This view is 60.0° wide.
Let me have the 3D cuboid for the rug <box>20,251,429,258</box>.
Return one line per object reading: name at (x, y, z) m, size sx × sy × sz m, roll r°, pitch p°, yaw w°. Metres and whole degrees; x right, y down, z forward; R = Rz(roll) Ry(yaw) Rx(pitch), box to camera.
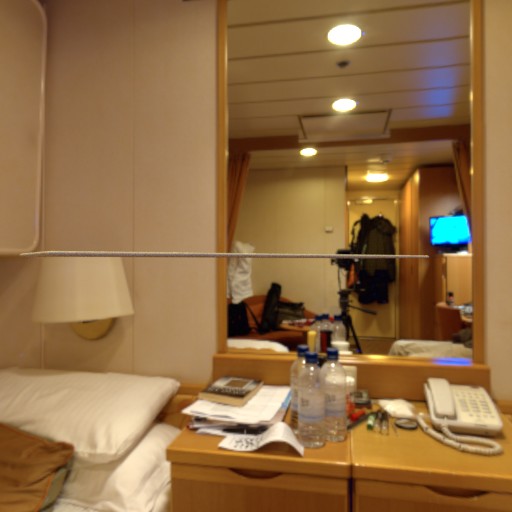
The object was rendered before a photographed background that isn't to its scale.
rug at (0.000, 0.000, 2.488) m, size 2.276 × 0.014 × 0.678 m, roll 0°, pitch -1°, yaw -35°
